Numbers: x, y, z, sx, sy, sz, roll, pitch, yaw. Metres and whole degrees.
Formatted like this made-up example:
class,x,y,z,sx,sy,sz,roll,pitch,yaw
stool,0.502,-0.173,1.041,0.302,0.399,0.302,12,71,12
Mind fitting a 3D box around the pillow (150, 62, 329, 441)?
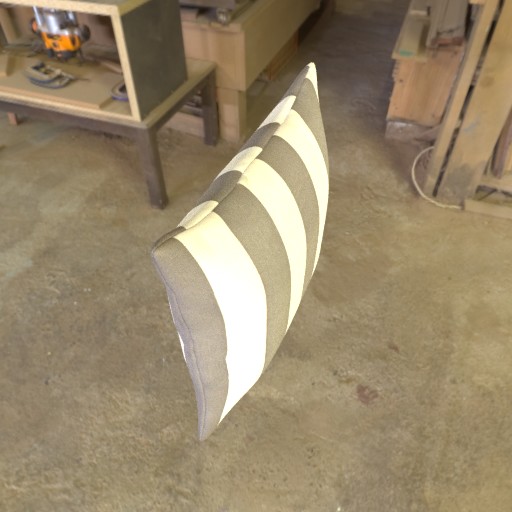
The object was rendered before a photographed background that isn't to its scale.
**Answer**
class,x,y,z,sx,sy,sz,roll,pitch,yaw
pillow,0.000,0.000,0.803,0.192,0.507,0.522,17,49,16
